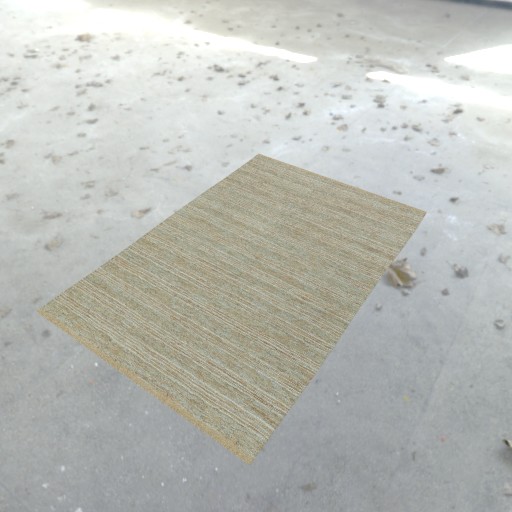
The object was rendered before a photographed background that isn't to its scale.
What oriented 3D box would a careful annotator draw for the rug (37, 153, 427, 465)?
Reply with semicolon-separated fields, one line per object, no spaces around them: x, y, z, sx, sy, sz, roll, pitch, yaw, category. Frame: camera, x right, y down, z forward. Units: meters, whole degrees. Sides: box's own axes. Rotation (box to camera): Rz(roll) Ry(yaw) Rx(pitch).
0.000;0.000;2.370;1.240;0.010;1.824;25;48;25;rug
